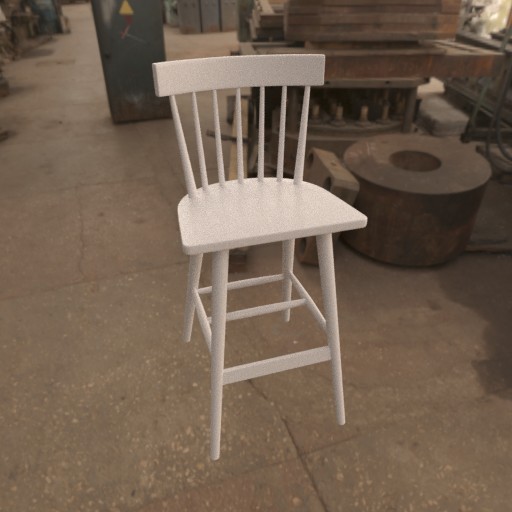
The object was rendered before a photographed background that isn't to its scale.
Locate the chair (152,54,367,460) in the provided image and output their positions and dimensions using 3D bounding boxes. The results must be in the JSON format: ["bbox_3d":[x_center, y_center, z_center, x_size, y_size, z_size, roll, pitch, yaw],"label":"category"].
[{"bbox_3d":[0.000,0.000,1.370,0.483,1.092,0.572,-9,34,-14],"label":"chair"}]
